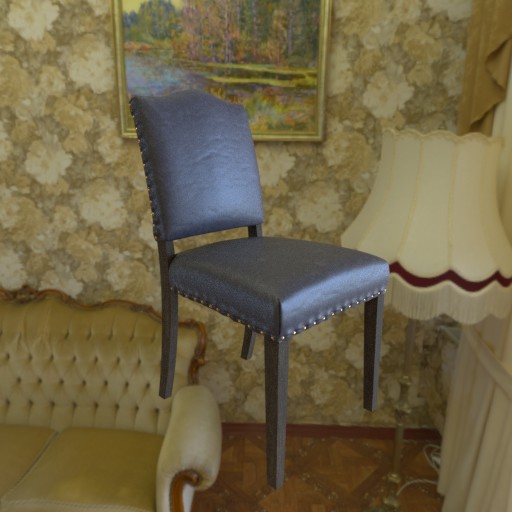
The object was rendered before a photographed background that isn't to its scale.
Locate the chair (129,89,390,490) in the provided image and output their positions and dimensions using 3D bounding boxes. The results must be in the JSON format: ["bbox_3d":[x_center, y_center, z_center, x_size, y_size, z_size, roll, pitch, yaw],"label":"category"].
[{"bbox_3d":[0.000,0.000,1.340,0.633,0.991,0.500,14,20,43],"label":"chair"}]
